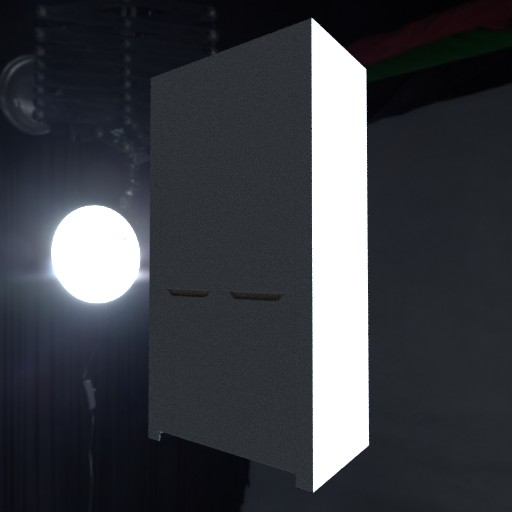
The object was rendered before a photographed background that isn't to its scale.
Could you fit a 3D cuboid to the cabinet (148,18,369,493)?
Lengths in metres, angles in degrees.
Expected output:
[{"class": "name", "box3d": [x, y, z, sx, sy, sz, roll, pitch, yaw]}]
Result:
[{"class": "cabinet", "box3d": [0.000, 0.000, 2.307, 0.980, 1.920, 0.580, -1, -2, 36]}]
